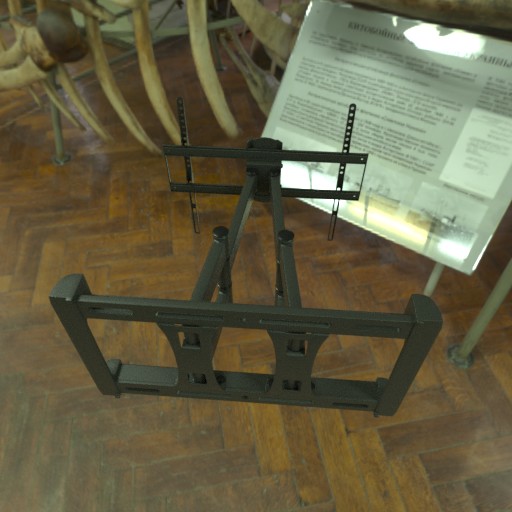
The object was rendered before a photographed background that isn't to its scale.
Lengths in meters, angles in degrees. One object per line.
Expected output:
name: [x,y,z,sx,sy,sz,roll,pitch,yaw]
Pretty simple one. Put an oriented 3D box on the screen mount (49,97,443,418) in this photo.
screen mount: [0.000,0.000,0.948,0.571,0.424,0.556,3,47,3]
